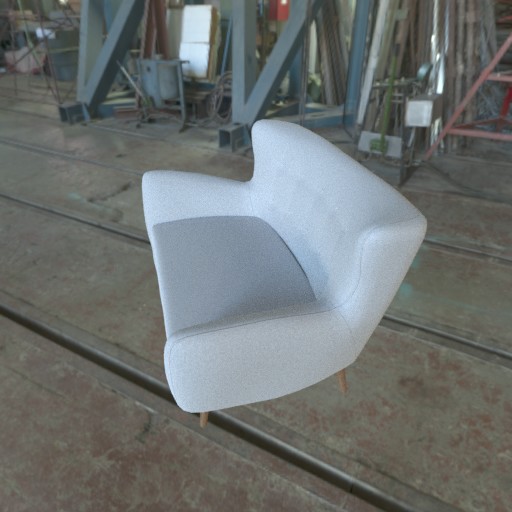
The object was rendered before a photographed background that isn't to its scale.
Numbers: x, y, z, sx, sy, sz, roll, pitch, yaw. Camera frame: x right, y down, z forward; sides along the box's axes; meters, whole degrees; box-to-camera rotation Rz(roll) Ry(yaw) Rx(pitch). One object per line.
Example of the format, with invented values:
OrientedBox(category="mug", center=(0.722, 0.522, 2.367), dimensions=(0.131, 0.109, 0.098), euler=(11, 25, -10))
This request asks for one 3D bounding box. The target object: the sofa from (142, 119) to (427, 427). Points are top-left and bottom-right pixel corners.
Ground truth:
OrientedBox(category="sofa", center=(0.000, 0.000, 1.994), dimensions=(0.921, 0.878, 1.424), euler=(-8, 32, -13))
